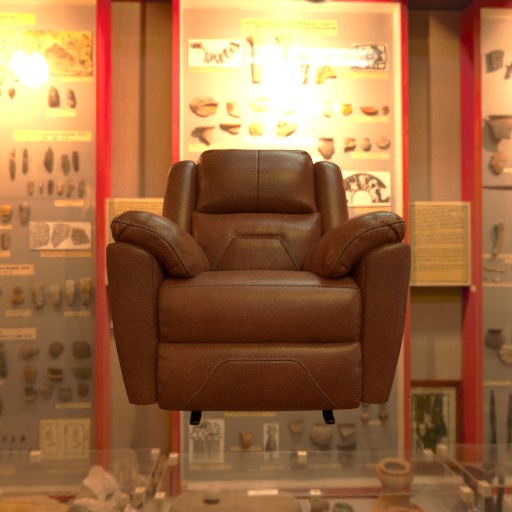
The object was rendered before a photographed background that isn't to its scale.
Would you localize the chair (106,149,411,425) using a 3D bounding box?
[{"bbox_3d":[0.000,0.000,1.876,0.990,1.093,1.041,0,0,-1],"label":"chair"}]
